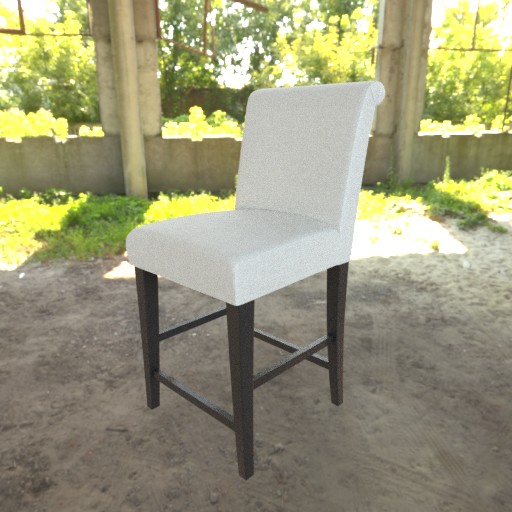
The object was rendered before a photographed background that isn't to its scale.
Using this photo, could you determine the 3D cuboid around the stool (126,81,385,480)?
[{"bbox_3d":[0.000,0.000,1.315,0.452,0.976,0.597,15,22,41],"label":"stool"}]
